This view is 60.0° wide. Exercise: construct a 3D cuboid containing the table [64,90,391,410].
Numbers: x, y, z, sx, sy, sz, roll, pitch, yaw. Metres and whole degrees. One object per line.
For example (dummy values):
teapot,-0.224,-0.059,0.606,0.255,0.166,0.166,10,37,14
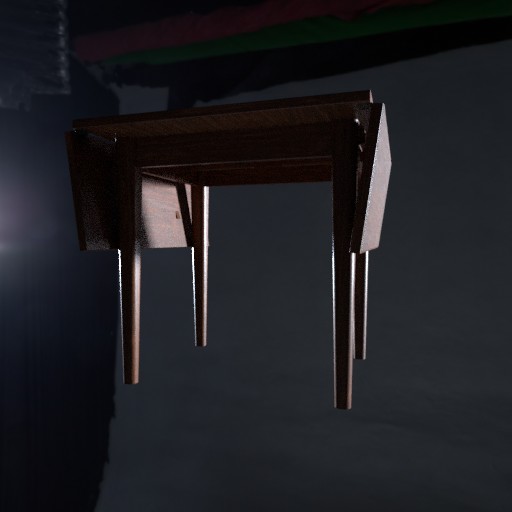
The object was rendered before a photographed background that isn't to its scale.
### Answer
table,0.000,0.000,1.480,0.843,0.763,0.812,1,2,18
